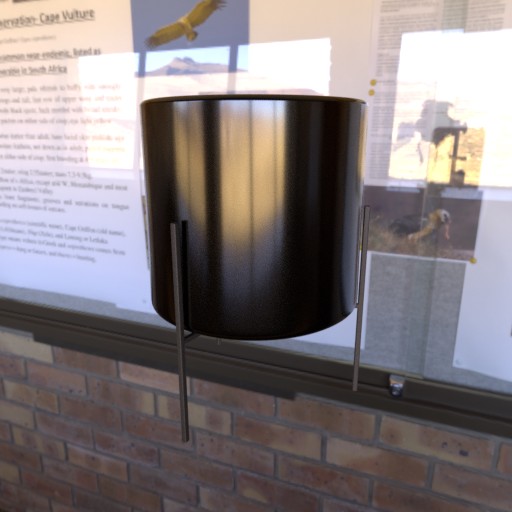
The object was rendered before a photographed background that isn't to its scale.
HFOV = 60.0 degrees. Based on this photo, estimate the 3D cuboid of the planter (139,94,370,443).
[{"bbox_3d":[0.000,0.000,0.658,0.310,0.432,0.310,-3,16,-10],"label":"planter"}]
